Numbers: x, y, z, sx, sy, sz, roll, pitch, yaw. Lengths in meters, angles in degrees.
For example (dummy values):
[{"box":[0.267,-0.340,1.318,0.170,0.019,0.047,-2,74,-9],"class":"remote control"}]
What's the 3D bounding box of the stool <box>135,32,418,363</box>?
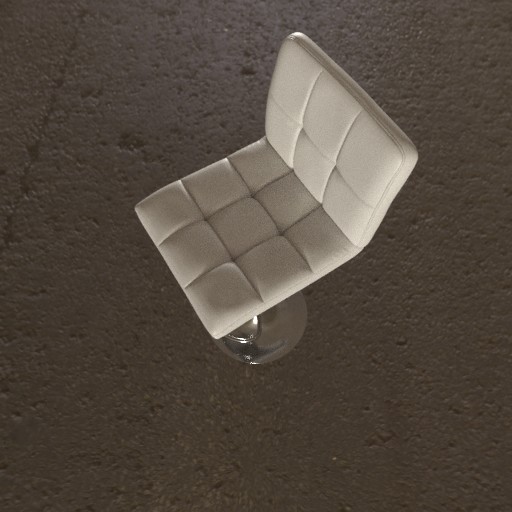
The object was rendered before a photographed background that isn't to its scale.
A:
[{"box":[0.000,0.000,1.347,0.505,1.115,0.430,-30,68,-13],"class":"stool"}]
